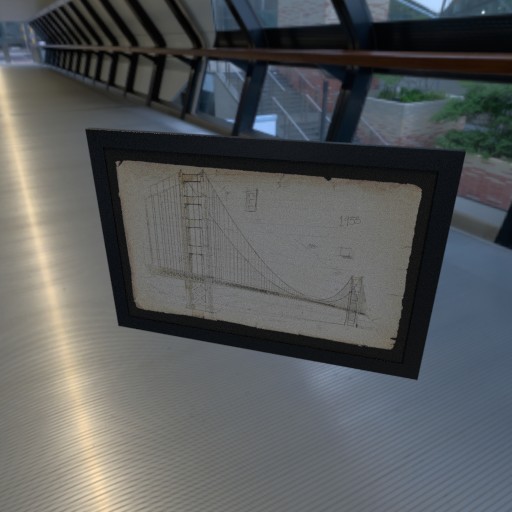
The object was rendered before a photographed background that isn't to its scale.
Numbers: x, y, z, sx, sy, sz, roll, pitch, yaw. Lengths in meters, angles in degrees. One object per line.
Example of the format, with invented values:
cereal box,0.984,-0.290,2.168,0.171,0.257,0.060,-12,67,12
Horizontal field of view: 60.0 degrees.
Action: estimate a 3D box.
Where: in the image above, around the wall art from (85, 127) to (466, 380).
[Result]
wall art,0.000,0.000,0.852,0.660,0.447,0.013,7,27,14
